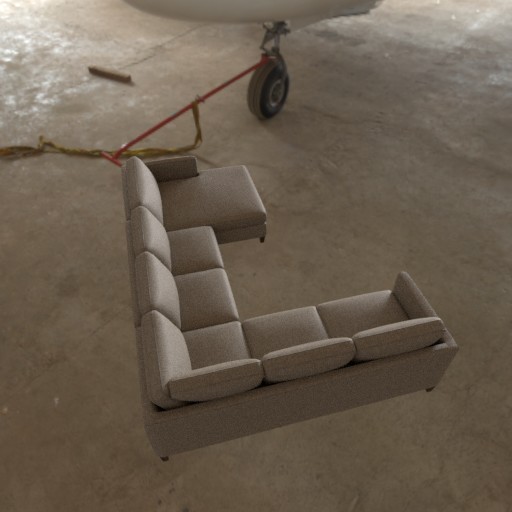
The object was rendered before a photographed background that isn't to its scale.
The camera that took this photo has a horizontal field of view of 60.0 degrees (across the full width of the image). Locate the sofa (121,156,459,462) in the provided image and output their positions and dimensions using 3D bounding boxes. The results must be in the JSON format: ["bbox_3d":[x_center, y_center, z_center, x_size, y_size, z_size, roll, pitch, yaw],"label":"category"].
[{"bbox_3d":[0.000,0.000,4.650,2.551,0.889,3.403,-11,46,-10],"label":"sofa"}]
